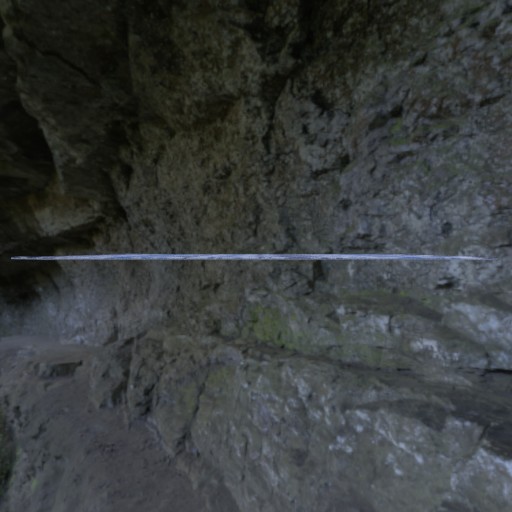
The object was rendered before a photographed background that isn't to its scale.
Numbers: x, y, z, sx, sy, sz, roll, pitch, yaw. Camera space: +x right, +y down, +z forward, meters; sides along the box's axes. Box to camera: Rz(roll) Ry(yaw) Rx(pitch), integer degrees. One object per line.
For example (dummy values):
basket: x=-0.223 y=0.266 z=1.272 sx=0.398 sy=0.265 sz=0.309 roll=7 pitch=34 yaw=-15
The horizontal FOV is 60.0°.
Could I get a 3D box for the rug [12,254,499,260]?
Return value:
rug: x=0.000 y=0.000 z=4.131 sx=3.228 sy=0.024 sz=2.443 roll=0 pitch=1 yaw=0
